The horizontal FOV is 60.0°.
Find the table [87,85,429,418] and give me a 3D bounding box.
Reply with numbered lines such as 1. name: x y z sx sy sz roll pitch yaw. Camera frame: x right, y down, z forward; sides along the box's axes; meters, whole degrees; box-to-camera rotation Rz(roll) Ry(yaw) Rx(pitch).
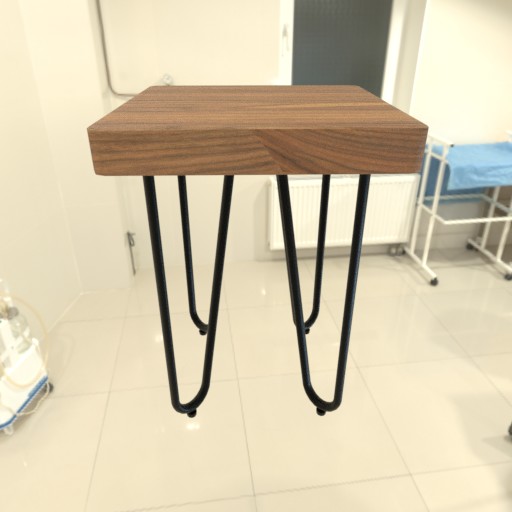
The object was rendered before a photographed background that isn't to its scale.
1. table: 0.000 0.000 0.963 0.480 0.641 0.479 0 28 -1
